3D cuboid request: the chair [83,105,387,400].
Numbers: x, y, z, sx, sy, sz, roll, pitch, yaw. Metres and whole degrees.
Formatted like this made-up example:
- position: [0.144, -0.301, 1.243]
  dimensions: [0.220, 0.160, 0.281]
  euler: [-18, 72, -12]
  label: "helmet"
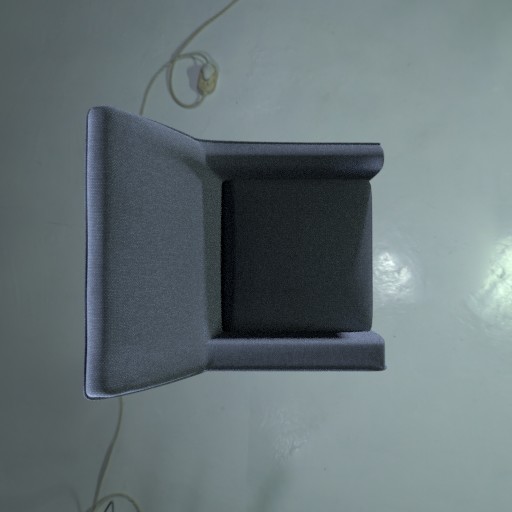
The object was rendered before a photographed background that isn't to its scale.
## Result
- position: [0.000, 0.000, 1.584]
  dimensions: [0.899, 0.919, 0.780]
  euler: [0, 89, 0]
  label: "chair"
